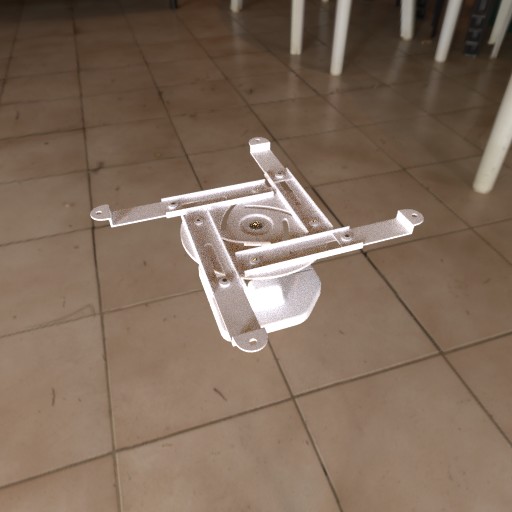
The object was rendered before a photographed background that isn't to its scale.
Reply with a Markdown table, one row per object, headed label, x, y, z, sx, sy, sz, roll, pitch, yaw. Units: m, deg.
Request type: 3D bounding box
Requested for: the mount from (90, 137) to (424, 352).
| label | x | y | z | sx | sy | sz | roll | pitch | yaw |
| --- | --- | --- | --- | --- | --- | --- | --- | --- | --- |
| mount | 0.000 | 0.000 | 0.606 | 0.394 | 0.141 | 0.394 | -13 | 43 | -14 |
